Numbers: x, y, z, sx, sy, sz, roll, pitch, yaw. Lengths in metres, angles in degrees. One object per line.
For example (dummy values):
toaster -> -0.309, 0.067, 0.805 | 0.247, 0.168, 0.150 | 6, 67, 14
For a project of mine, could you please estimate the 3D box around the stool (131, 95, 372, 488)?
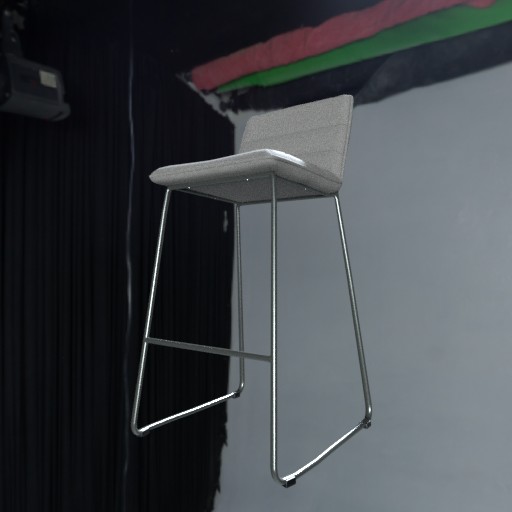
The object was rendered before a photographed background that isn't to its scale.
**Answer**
stool -> 0.000, 0.000, 1.225 | 0.490, 0.960, 0.490 | -1, -1, 36
